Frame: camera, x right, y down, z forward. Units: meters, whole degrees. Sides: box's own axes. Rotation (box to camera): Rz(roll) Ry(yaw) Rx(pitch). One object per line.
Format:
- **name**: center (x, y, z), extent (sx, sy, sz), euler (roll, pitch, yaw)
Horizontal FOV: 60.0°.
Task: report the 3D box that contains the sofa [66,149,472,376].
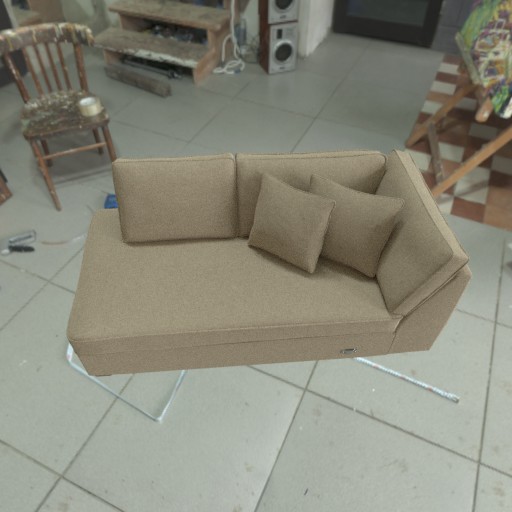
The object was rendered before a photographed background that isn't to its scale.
- **sofa**: center (0.000, 0.000, 2.844), extent (2.237, 1.033, 1.110), euler (-3, 47, -3)
